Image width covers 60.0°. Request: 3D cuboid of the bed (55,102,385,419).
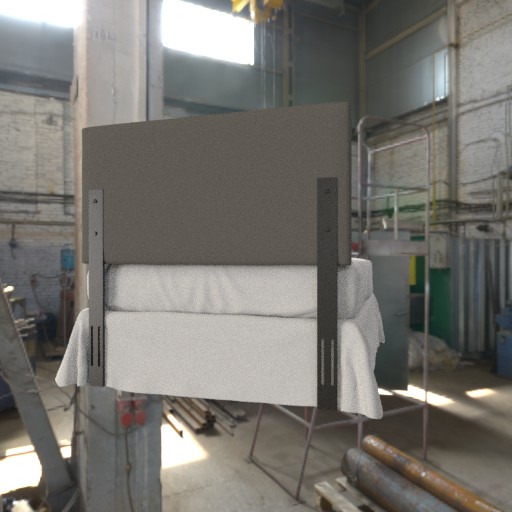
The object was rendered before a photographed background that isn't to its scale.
[{"bbox_3d":[0.000,0.000,3.448,1.936,1.577,2.222,0,0,17],"label":"bed"}]
